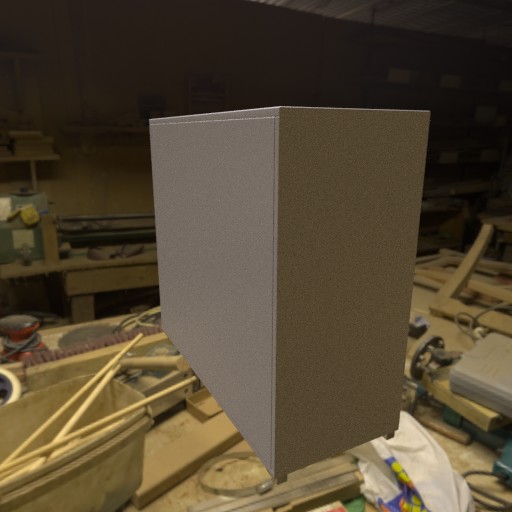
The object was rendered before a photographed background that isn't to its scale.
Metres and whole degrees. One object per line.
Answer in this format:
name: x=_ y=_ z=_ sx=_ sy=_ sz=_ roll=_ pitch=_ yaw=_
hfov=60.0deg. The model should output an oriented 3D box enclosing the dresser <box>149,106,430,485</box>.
dresser: x=0.000 y=0.000 z=1.663 sx=0.460 sy=1.000 sz=1.100 roll=-8 pitch=17 yaw=-26
